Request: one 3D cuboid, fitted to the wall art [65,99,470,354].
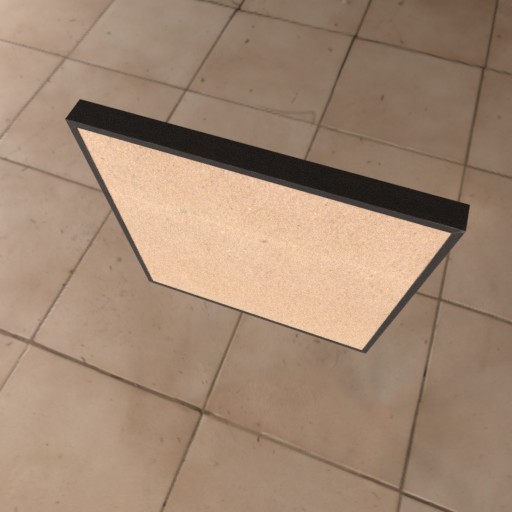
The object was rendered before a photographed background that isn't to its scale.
[{"bbox_3d":[0.000,0.000,0.765,0.508,0.508,0.038,17,64,9],"label":"wall art"}]
